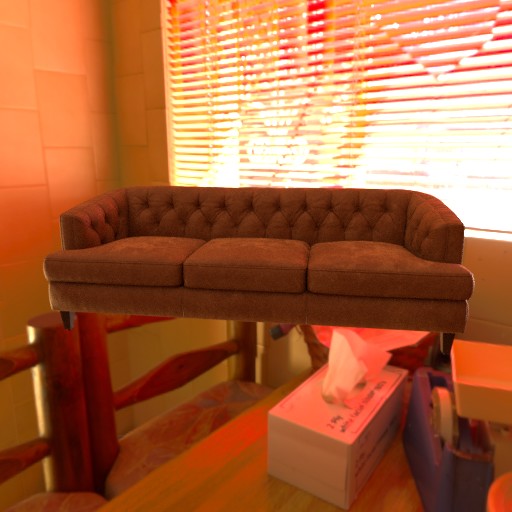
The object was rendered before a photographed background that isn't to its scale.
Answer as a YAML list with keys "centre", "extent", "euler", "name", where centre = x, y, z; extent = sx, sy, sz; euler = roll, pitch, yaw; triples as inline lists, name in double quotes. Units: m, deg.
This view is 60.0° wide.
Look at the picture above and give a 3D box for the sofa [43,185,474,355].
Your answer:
- centre: [0.000, 0.000, 2.699]
  extent: [2.257, 0.791, 0.922]
  euler: [2, 13, 9]
  name: "sofa"
